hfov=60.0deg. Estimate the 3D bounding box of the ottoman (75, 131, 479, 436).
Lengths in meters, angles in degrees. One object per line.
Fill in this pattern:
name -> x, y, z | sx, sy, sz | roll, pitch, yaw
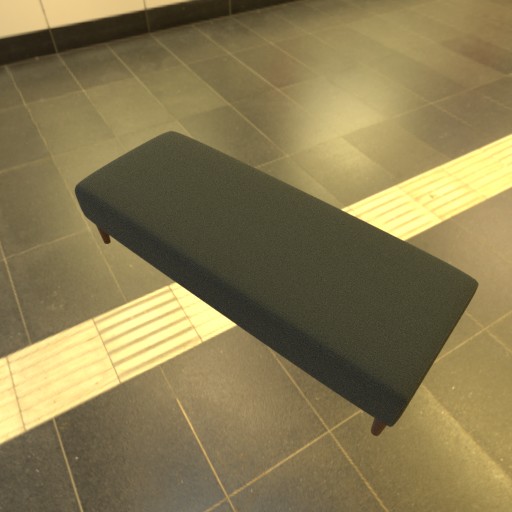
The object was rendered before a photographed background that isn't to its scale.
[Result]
ottoman -> 0.000, 0.000, 1.897 | 1.609, 0.393, 0.646 | 31, 54, 25
